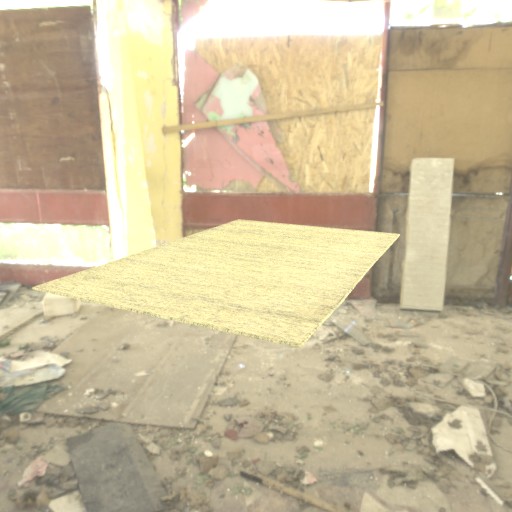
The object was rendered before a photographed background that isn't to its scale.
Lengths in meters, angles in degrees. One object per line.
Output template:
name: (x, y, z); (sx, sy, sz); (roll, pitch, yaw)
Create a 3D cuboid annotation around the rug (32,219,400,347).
rug: (0.000, 0.000, 2.975); (1.523, 0.017, 2.263); (7, 17, 26)
